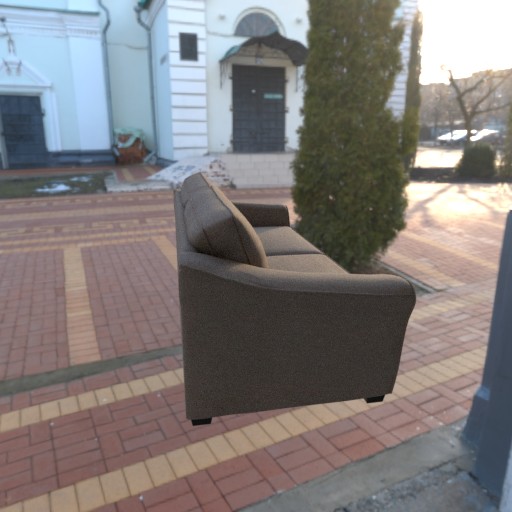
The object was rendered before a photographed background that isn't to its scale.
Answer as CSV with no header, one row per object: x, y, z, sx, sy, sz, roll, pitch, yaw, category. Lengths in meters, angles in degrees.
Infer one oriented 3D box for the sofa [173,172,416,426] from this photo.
0.000,0.000,2.795,0.986,0.906,2.270,-3,16,-10,sofa
